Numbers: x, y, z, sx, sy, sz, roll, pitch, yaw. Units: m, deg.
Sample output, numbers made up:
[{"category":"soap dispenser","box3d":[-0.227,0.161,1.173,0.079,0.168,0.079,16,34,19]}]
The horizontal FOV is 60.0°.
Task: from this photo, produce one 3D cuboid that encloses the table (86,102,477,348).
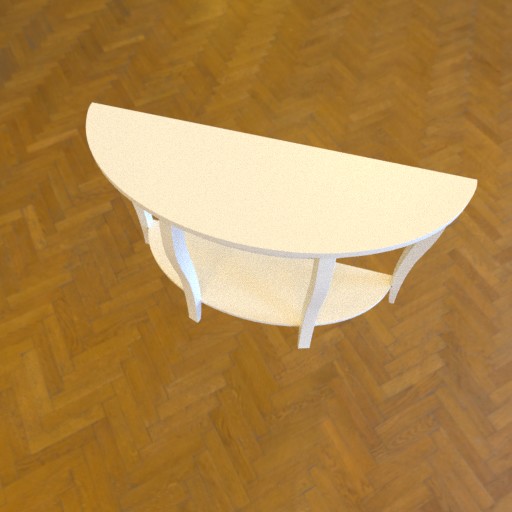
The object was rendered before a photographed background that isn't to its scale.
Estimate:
[{"category":"table","box3d":[0.000,0.000,1.604,1.219,0.780,0.394,13,60,8]}]
